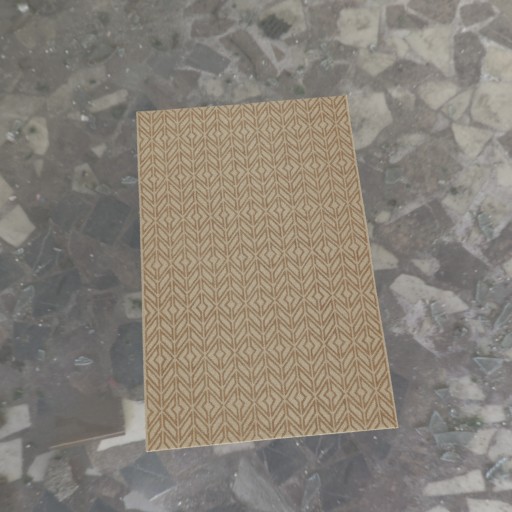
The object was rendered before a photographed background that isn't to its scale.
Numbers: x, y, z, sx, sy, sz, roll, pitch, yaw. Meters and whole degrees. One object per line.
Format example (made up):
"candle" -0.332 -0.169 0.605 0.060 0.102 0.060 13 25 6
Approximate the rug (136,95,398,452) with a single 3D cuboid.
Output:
"rug" 0.000 0.000 2.350 1.220 0.007 1.828 -5 76 -1
